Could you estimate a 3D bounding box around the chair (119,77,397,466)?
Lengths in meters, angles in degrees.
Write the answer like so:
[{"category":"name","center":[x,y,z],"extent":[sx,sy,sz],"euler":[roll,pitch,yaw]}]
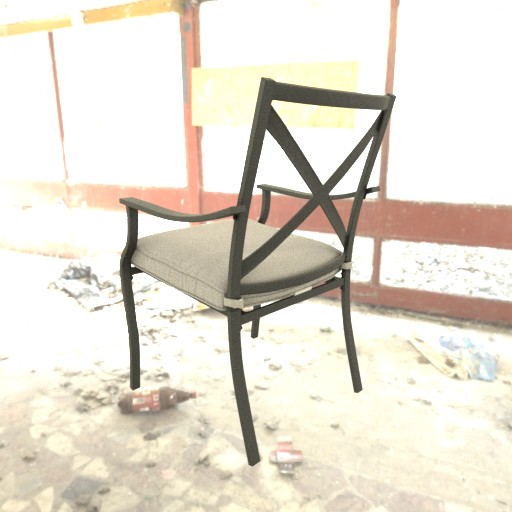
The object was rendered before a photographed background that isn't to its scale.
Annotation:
[{"category":"chair","center":[0.000,0.000,1.294],"extent":[0.575,0.889,0.620],"euler":[-14,21,-43]}]
